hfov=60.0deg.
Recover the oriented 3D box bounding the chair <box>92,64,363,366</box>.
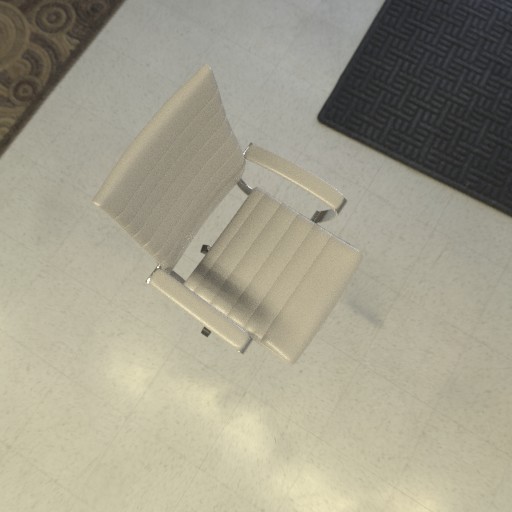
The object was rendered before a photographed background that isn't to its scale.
[{"bbox_3d":[0.000,0.000,1.567,0.667,1.149,0.679,34,79,7],"label":"chair"}]
